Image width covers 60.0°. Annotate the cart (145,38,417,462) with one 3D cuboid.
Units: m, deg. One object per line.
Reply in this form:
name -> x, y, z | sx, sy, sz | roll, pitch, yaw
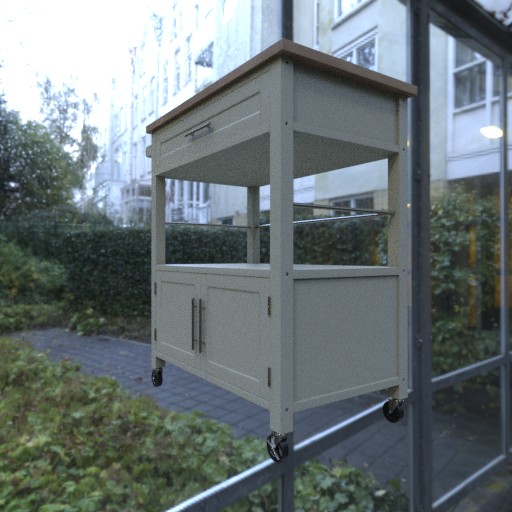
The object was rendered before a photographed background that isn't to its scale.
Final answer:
cart -> 0.000, 0.000, 1.389 | 0.459, 0.901, 0.840 | 0, 0, -35
